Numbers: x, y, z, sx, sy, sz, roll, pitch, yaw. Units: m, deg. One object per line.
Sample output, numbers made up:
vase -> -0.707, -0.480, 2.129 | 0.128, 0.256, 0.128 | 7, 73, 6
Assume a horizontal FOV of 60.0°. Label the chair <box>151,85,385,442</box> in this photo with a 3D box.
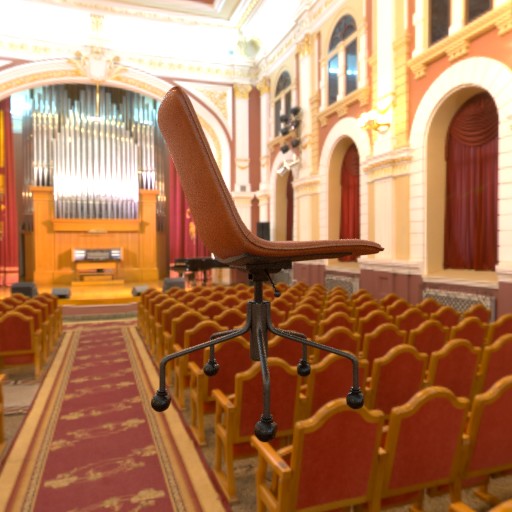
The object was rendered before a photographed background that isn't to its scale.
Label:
chair -> 0.000, 0.000, 1.413 | 0.660, 0.920, 0.651 | 0, 1, -19
